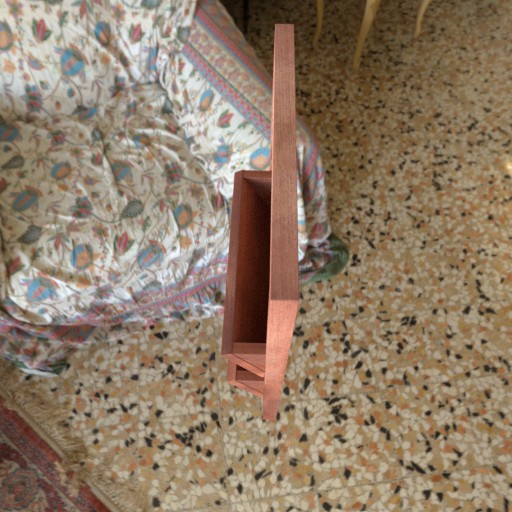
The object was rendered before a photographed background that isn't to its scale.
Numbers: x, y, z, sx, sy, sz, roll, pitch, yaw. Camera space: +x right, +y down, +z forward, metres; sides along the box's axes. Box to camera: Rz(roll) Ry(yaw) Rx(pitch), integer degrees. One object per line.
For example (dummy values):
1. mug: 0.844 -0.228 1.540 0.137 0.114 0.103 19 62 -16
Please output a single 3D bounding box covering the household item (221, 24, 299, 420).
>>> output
1. household item: 0.000 0.000 0.546 0.067 0.407 0.310 2 59 1
